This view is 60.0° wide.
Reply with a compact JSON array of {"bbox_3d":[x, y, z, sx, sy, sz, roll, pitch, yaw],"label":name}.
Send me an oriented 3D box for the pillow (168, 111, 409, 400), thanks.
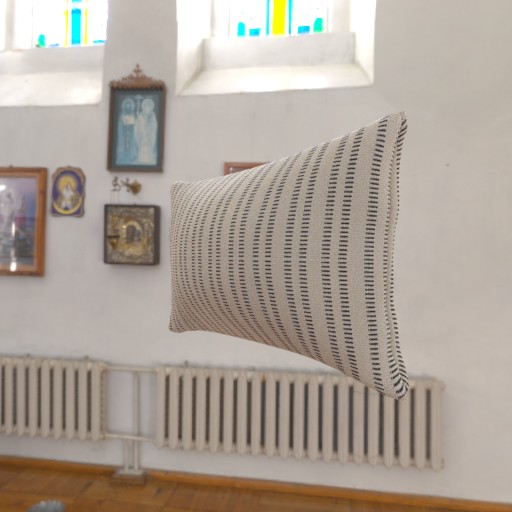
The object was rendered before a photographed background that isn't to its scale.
[{"bbox_3d":[0.000,0.000,0.796,0.210,0.353,0.640,0,-1,-37],"label":"pillow"}]
